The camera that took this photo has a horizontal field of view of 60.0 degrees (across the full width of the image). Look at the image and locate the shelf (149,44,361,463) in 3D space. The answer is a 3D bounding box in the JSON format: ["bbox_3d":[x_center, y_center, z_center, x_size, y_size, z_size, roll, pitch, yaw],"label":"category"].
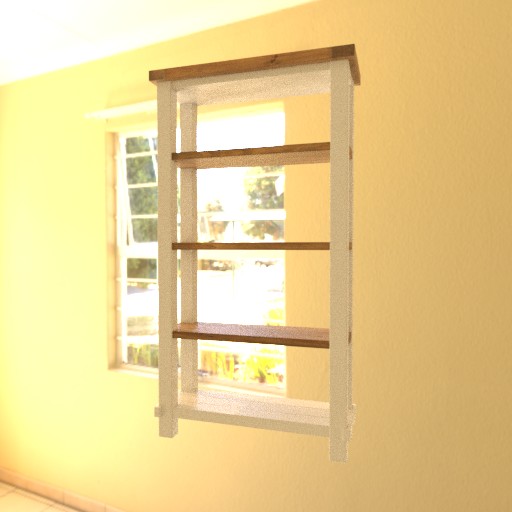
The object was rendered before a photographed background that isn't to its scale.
[{"bbox_3d":[0.000,0.000,2.295,1.022,1.878,0.381,0,1,17],"label":"shelf"}]
